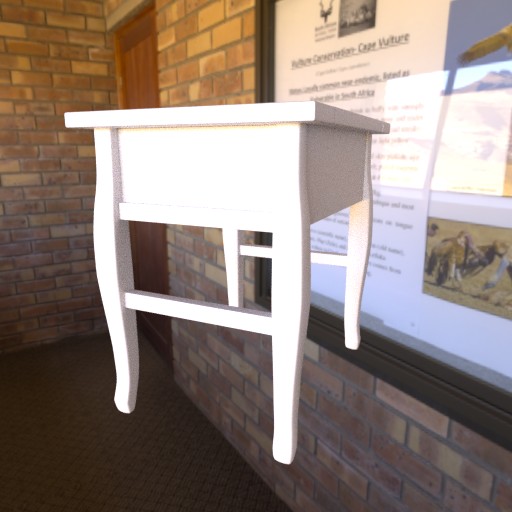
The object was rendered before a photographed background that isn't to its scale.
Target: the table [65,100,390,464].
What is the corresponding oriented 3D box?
[{"bbox_3d":[0.000,0.000,1.015,0.463,0.605,0.599,6,15,25],"label":"table"}]
